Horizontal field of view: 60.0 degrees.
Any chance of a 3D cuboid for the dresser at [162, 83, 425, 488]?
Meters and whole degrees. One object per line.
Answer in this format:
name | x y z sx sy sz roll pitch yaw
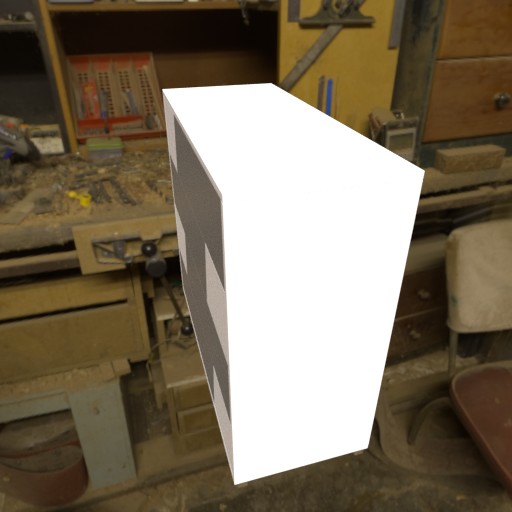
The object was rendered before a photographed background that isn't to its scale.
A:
dresser | 0.000 0.000 1.636 0.460 1.000 1.100 -9 32 -14
